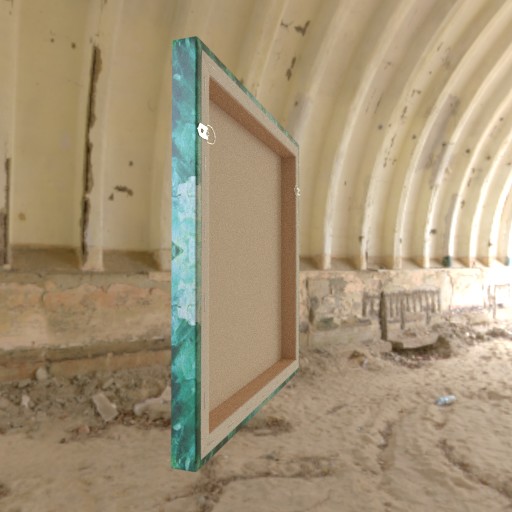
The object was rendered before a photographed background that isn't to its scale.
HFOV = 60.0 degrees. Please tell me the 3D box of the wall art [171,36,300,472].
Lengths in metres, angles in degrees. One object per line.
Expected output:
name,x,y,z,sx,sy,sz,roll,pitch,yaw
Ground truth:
wall art,0.000,0.000,0.755,0.038,0.508,0.507,0,-1,19
